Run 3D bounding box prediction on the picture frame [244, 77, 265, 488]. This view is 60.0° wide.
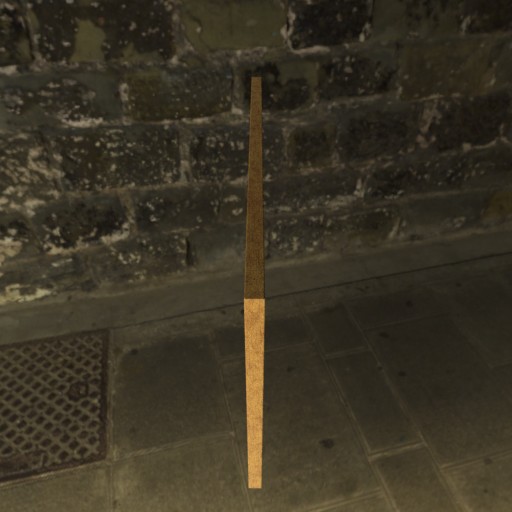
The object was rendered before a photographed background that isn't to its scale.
[{"bbox_3d":[0.000,0.000,1.172,0.029,0.621,0.922,0,40,0],"label":"picture frame"}]
